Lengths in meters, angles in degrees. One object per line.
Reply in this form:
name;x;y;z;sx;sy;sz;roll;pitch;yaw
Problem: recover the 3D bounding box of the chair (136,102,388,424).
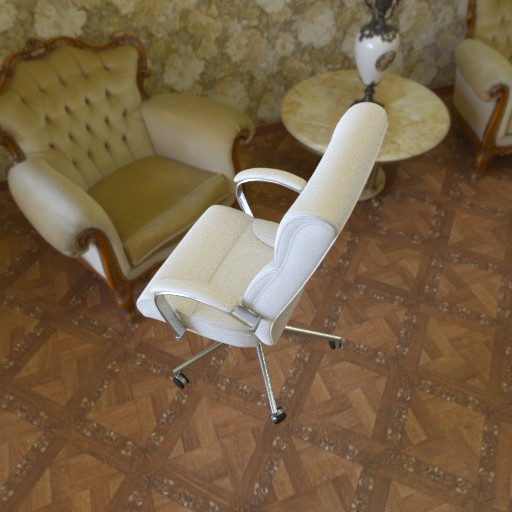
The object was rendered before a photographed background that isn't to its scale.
chair;0.000;0.000;1.628;0.745;1.099;0.727;17;49;16
